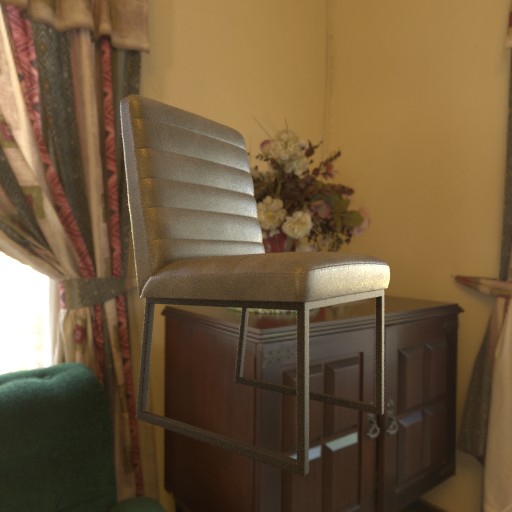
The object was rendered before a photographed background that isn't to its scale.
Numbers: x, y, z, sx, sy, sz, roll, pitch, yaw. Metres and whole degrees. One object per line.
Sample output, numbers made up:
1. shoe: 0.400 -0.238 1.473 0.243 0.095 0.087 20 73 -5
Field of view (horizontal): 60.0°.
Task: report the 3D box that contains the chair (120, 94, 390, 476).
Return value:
1. chair: 0.000 0.000 1.298 0.634 0.930 0.520 0 0 37
